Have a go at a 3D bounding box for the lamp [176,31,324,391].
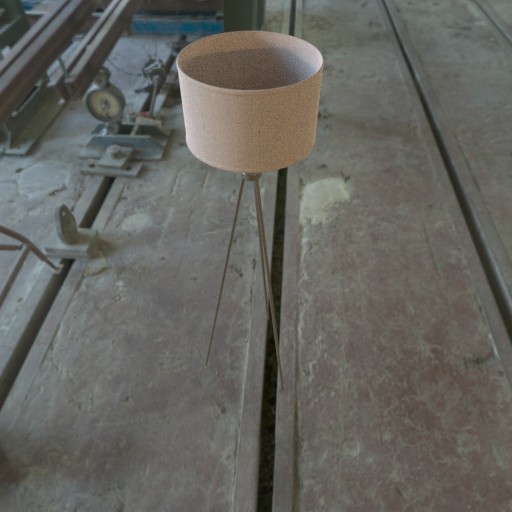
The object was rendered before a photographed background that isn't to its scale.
[{"bbox_3d":[0.000,0.000,1.771,0.449,1.545,0.460,-32,54,-27],"label":"lamp"}]
